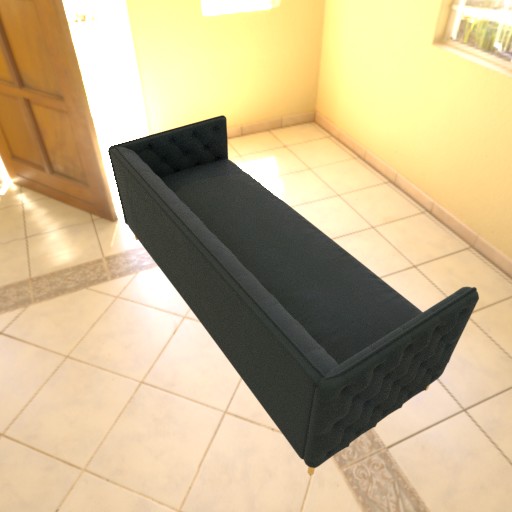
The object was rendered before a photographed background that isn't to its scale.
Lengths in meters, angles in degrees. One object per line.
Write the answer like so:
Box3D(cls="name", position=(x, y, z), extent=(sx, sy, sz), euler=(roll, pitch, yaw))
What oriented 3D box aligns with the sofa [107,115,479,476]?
Box3D(cls="sofa", position=(0.000, 0.000, 2.616), extent=(0.895, 0.771, 2.209), euler=(-24, 47, -25))
